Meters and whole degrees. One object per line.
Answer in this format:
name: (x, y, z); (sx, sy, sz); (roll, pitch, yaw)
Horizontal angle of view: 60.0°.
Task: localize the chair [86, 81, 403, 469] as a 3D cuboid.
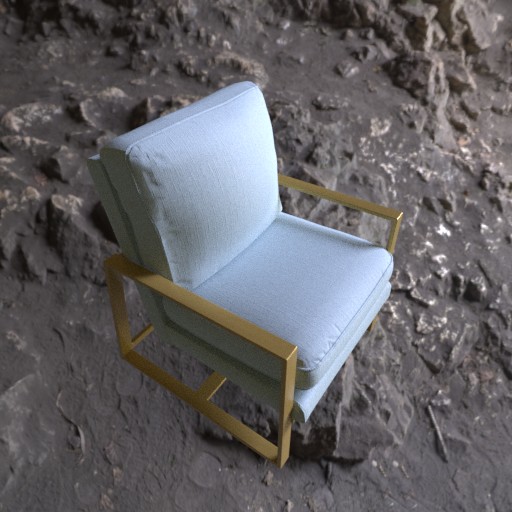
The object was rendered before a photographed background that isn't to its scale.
chair: (0.000, 0.000, 1.536); (0.813, 0.956, 0.758); (25, 47, 26)
